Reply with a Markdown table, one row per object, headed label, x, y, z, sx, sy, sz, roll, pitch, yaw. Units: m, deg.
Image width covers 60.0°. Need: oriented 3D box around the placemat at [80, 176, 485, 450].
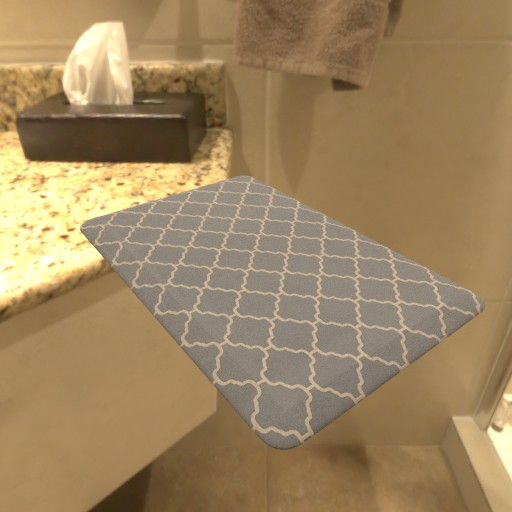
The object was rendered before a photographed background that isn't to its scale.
| label | x | y | z | sx | sy | sz | roll | pitch | yaw |
| --- | --- | --- | --- | --- | --- | --- | --- | --- | --- |
| placemat | 0.000 | 0.000 | 0.930 | 0.508 | 0.021 | 0.762 | -22 | 39 | -31 |
